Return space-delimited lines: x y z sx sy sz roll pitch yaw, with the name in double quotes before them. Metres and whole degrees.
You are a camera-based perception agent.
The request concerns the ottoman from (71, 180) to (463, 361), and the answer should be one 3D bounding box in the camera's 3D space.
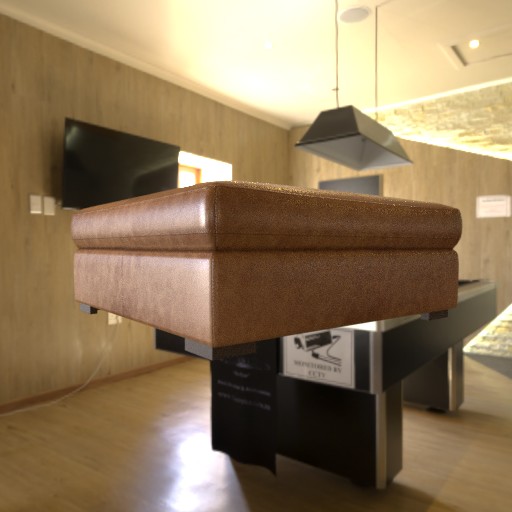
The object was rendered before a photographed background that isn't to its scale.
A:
"ottoman" 0.000 0.000 1.842 1.169 0.483 1.168 -1 2 -38
